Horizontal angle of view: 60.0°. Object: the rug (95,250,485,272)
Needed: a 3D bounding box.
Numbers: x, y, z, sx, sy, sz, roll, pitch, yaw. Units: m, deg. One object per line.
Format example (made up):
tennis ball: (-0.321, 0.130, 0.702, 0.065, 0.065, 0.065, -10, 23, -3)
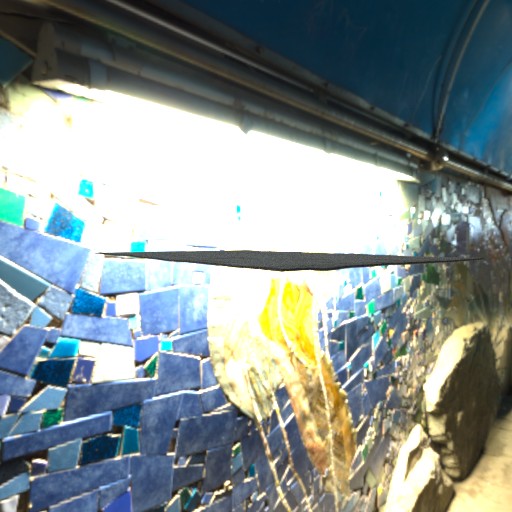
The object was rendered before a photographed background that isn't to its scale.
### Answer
rug: (0.000, 0.000, 3.112, 1.531, 0.023, 2.444, -2, 3, -36)
